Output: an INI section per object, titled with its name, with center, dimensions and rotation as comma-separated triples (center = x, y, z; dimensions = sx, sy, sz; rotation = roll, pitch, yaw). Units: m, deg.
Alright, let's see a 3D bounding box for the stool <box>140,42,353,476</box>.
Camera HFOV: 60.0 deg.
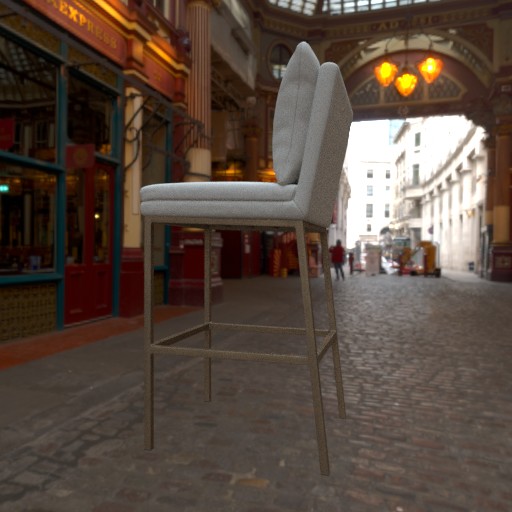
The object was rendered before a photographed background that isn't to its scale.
[stool]
center = 0.000, 0.000, 1.417
dimensions = 0.572, 1.125, 0.463
rotation = 0, 1, 17
